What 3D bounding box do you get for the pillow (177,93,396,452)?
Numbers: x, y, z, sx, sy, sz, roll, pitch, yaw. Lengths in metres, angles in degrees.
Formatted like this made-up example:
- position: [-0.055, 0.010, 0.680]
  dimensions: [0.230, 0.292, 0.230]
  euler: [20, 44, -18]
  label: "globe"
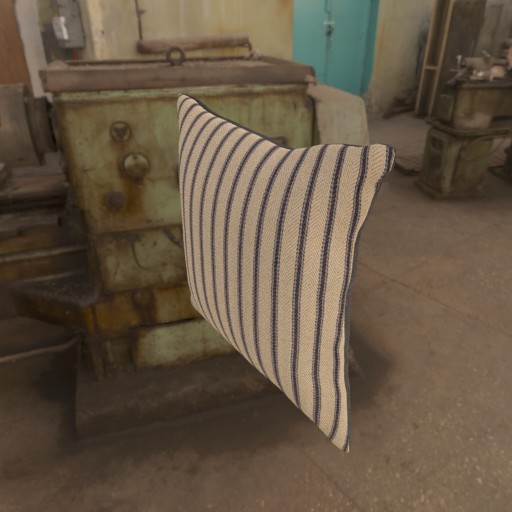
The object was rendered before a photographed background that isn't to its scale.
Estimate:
- position: [0.000, 0.000, 0.705]
  dimensions: [0.138, 0.444, 0.468]
  euler: [-19, 34, -31]
  label: "pillow"
